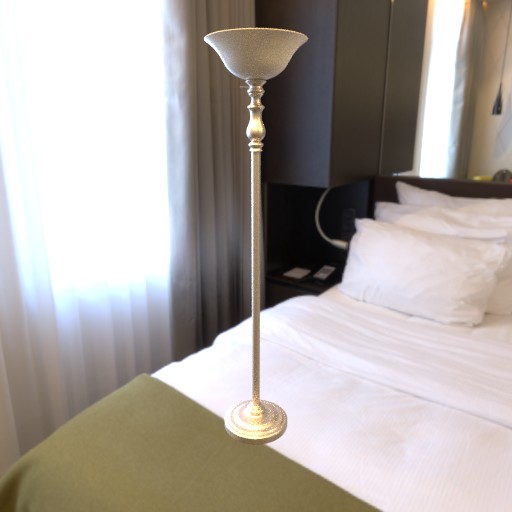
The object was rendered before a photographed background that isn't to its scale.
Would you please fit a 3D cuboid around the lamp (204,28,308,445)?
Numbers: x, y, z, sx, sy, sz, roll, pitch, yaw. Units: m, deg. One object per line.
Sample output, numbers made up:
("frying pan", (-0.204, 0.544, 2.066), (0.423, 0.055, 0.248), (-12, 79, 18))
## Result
("lamp", (0.000, 0.000, 1.986), (0.405, 1.771, 0.405), (2, 16, 8))
